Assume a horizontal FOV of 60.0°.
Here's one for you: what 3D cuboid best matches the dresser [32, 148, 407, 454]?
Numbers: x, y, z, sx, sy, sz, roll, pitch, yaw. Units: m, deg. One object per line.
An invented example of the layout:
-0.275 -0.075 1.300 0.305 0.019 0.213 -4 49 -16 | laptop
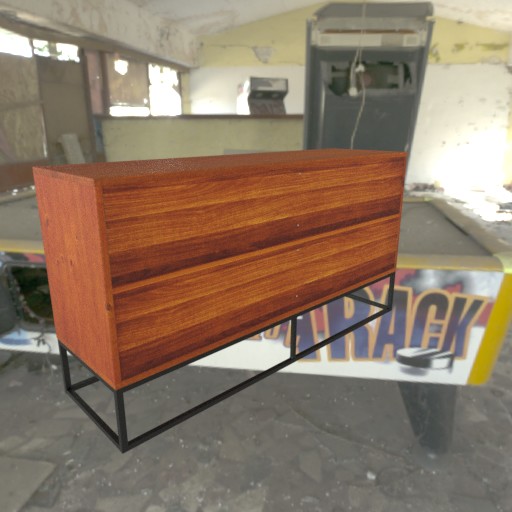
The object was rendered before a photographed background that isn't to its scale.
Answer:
0.000 0.000 1.865 1.536 0.810 0.464 -15 22 -41 | dresser
